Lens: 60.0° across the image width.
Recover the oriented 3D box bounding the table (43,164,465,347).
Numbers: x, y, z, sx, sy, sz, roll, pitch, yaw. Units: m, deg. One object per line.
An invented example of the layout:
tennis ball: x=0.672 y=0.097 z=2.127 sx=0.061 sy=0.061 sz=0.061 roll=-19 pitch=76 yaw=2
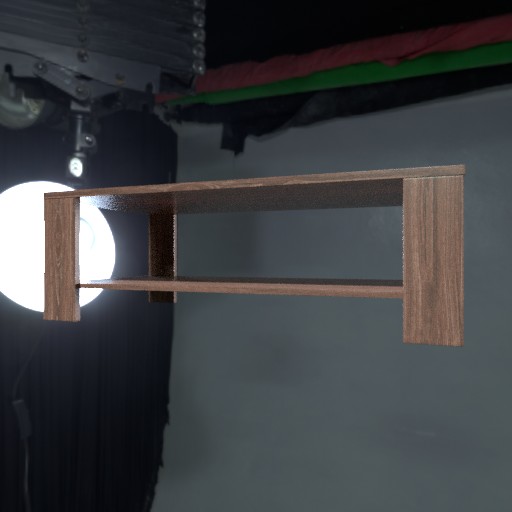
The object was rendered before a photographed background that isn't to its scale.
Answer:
table: x=0.000 y=0.000 z=1.461 sx=1.200 sy=0.400 sz=0.600 roll=0 pitch=0 yaw=20
